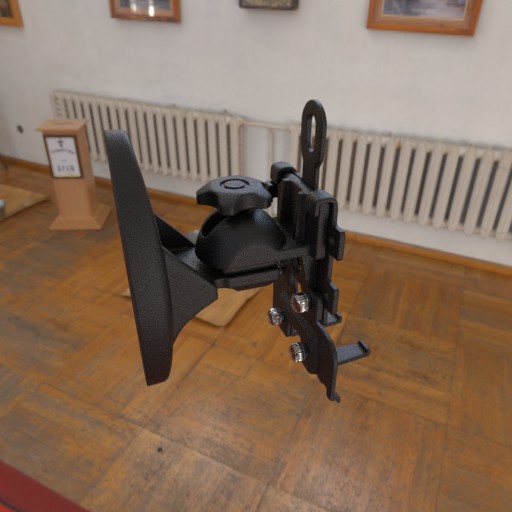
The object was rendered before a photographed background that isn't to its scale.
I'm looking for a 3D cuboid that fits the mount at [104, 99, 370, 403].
[{"bbox_3d":[0.000,0.000,0.179,0.100,0.118,0.066,-10,31,-17],"label":"mount"}]
